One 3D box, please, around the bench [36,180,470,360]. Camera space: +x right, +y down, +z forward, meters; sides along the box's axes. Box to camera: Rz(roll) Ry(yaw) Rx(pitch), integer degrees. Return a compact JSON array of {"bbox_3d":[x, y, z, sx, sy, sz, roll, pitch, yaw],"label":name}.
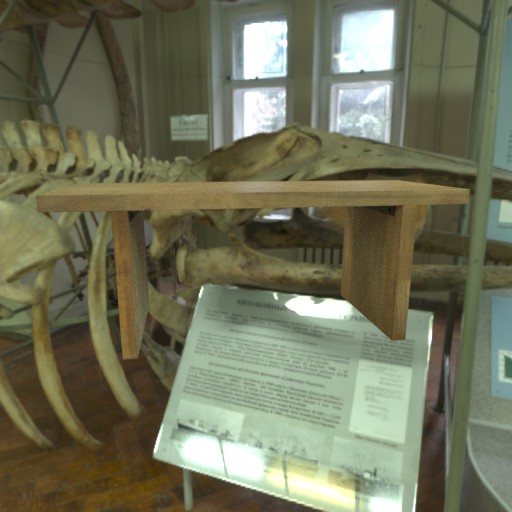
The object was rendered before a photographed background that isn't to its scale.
[{"bbox_3d":[0.000,0.000,1.466,1.183,0.458,0.458,-2,13,-9],"label":"bench"}]
